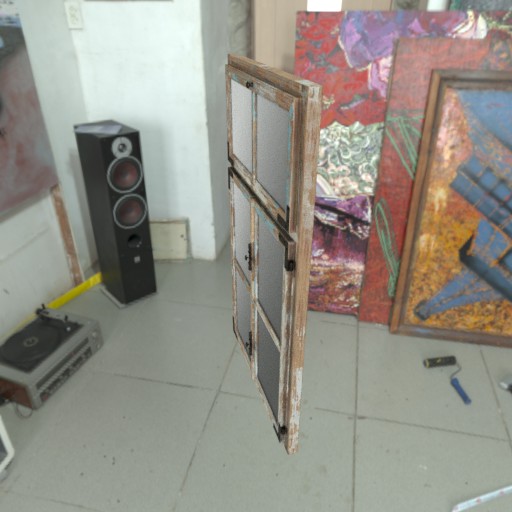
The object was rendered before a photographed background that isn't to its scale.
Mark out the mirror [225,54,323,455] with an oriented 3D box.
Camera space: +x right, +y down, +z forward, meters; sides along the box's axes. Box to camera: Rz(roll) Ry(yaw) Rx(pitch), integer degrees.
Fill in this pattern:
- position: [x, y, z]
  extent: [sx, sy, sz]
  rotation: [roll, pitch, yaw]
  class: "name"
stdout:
- position: [0.000, 0.000, 1.535]
  extent: [0.083, 1.213, 0.707]
  rotation: [-9, 31, -15]
  class: "mirror"
